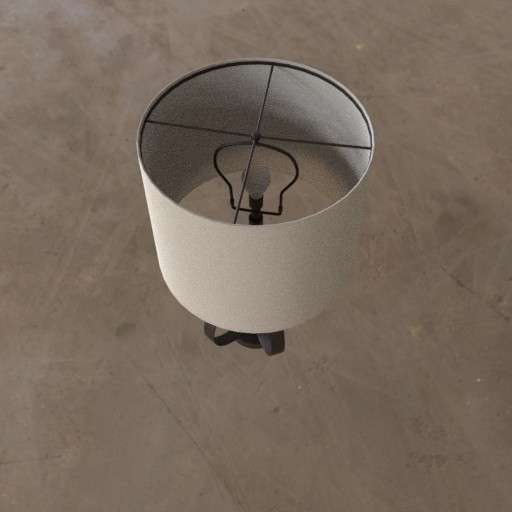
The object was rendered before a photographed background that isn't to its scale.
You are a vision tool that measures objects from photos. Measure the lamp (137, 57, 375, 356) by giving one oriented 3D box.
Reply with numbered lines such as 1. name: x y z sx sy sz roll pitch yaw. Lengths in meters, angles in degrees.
1. lamp: 0.000 0.000 0.688 0.286 0.510 0.286 0 58 0
